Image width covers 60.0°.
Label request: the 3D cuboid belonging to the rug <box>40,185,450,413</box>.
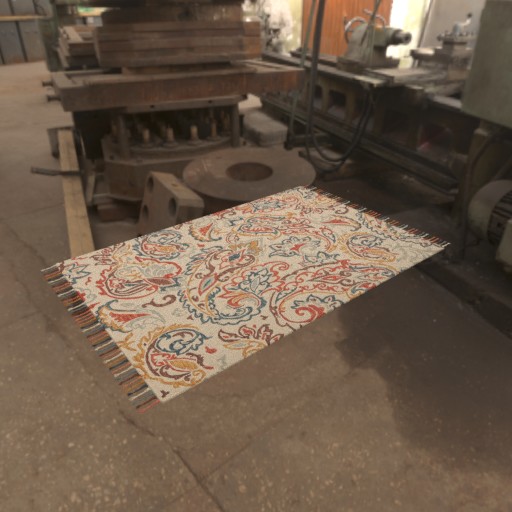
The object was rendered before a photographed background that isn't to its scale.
[{"bbox_3d":[0.000,0.000,2.491,1.997,0.010,1.218,-22,37,-32],"label":"rug"}]
